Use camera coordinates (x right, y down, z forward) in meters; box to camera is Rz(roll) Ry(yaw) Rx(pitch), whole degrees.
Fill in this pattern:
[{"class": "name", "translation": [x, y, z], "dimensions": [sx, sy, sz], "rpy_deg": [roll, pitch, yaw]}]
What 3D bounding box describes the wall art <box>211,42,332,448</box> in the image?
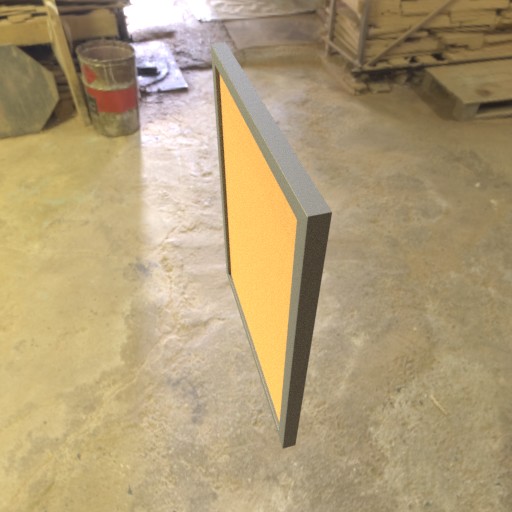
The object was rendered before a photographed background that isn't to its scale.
[{"class": "wall art", "translation": [0.000, 0.000, 0.777], "dimensions": [0.029, 0.558, 0.458], "rpy_deg": [-11, 46, -11]}]
